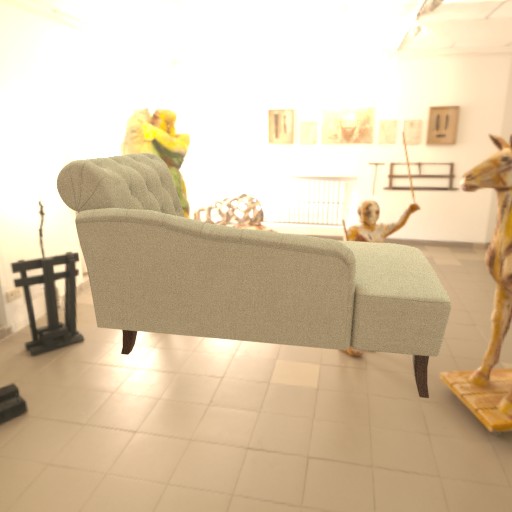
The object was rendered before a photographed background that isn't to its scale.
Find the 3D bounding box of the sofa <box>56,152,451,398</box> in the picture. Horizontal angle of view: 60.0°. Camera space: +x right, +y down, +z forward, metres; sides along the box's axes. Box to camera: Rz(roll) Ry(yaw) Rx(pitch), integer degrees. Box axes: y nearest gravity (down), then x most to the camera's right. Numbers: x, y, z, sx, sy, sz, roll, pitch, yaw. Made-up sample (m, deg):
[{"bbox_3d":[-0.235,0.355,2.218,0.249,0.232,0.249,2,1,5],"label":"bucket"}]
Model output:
[{"bbox_3d":[0.000,0.000,1.806,1.379,0.787,0.675,3,16,11],"label":"sofa"}]
